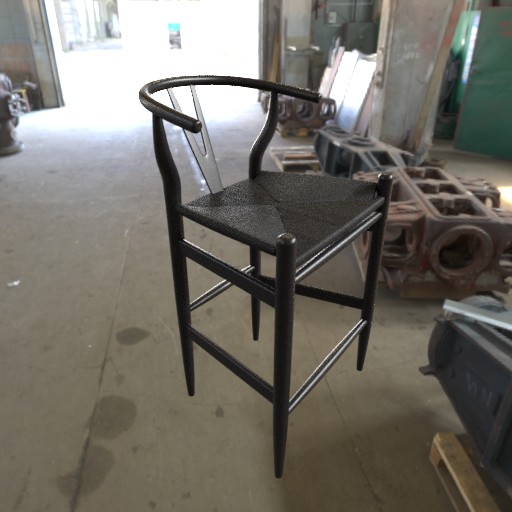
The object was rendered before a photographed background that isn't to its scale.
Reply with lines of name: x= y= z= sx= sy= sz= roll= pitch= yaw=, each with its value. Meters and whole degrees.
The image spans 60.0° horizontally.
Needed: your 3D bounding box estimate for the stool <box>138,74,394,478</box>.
stool: x=0.000 y=0.000 z=1.323 sx=0.579 sy=0.970 sz=0.569 roll=18 pitch=32 yaw=32
